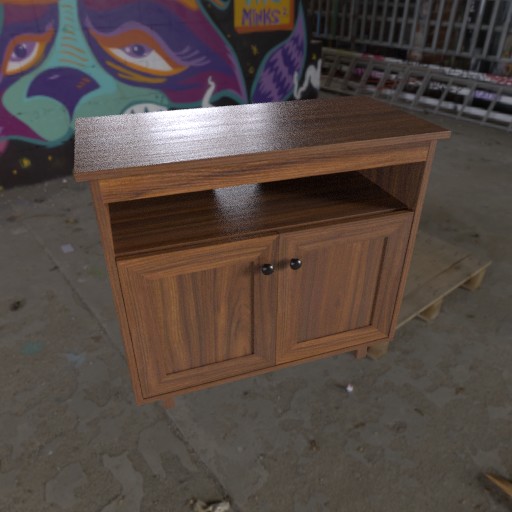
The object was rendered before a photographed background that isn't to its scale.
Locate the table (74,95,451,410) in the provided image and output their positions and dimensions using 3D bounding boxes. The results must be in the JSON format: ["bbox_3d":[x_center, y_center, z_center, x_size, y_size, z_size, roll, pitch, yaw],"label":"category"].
[{"bbox_3d":[0.000,0.000,1.230,0.802,0.725,0.390,-10,34,-16],"label":"table"}]
